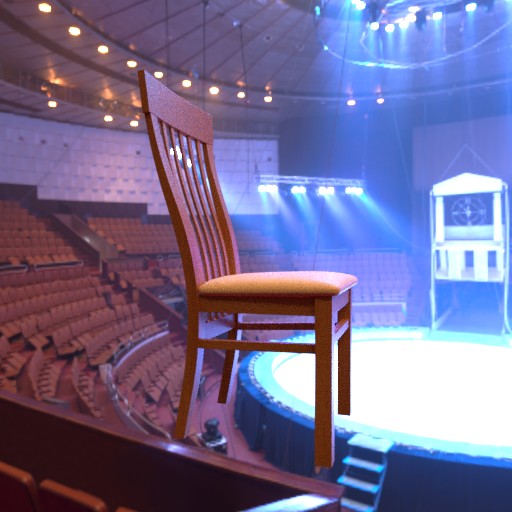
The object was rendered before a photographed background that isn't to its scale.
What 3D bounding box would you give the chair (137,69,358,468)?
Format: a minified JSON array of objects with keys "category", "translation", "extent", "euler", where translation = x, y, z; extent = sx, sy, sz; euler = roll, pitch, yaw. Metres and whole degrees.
[{"category":"chair","translation":[0.000,0.000,1.378],"extent":[0.580,1.050,0.450],"euler":[0,1,19]}]
